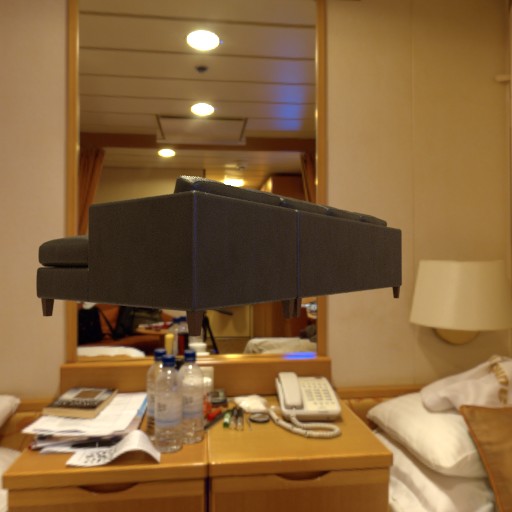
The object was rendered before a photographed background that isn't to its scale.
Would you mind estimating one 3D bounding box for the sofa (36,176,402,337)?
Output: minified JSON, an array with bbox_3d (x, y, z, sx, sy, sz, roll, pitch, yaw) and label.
[{"bbox_3d":[0.000,0.000,3.983,1.581,0.883,3.203,-1,-1,36],"label":"sofa"}]
